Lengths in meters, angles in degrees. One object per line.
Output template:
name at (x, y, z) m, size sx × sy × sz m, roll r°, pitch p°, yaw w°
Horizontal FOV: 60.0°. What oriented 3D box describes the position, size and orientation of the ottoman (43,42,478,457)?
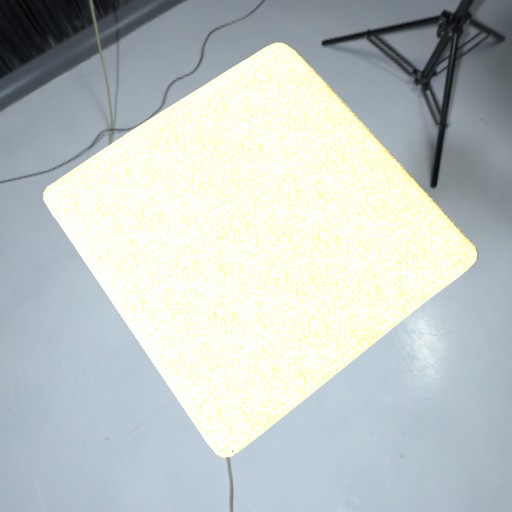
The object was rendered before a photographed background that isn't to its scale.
ottoman at (0.000, 0.000, 0.878) m, size 0.505 × 0.441 × 0.512 m, roll -36°, pitch 78°, yaw -9°
